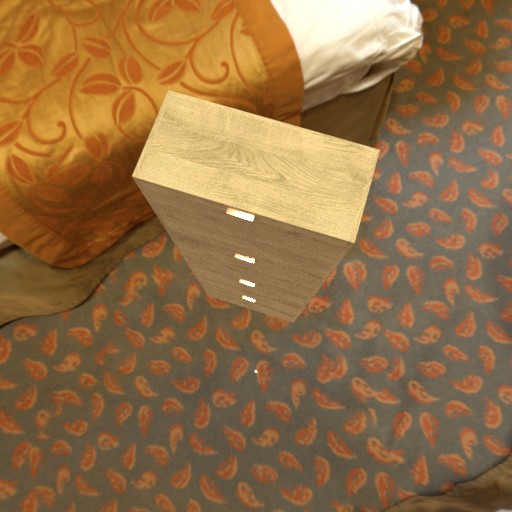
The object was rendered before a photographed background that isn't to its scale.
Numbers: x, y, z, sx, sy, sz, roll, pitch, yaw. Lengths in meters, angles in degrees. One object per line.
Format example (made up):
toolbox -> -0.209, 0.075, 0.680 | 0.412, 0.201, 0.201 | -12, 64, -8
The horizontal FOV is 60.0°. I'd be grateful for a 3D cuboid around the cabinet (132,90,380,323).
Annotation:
cabinet -> 0.000, 0.000, 1.798 | 0.520, 1.630, 0.250 | 17, 76, 4
